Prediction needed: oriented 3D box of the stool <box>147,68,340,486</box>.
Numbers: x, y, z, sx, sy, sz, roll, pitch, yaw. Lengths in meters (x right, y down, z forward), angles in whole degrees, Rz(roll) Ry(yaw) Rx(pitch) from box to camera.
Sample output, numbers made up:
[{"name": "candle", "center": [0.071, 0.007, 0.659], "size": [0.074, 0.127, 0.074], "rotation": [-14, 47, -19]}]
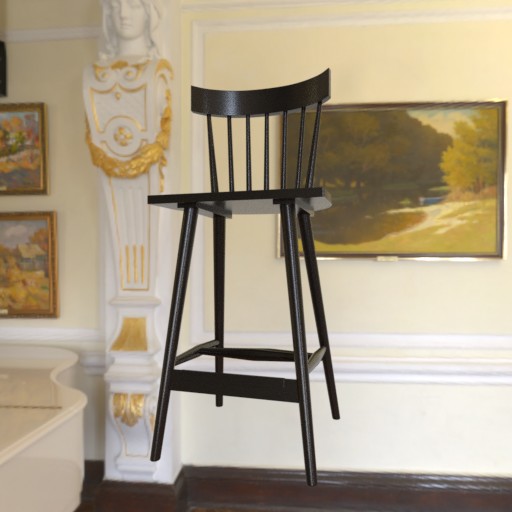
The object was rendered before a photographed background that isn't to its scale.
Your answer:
[{"name": "stool", "center": [0.000, 0.000, 1.343], "size": [0.482, 1.092, 0.483], "rotation": [0, 0, 18]}]
